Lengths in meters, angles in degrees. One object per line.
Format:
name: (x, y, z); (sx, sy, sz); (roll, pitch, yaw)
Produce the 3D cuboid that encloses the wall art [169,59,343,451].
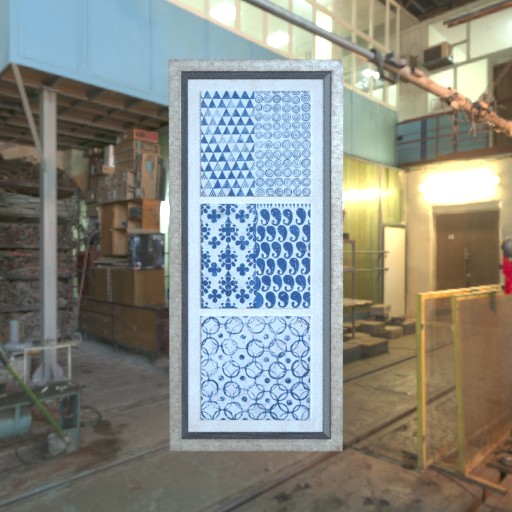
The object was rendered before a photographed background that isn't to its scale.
wall art: (0.000, 0.000, 1.676); (0.648, 1.461, 0.051); (0, 0, 0)
